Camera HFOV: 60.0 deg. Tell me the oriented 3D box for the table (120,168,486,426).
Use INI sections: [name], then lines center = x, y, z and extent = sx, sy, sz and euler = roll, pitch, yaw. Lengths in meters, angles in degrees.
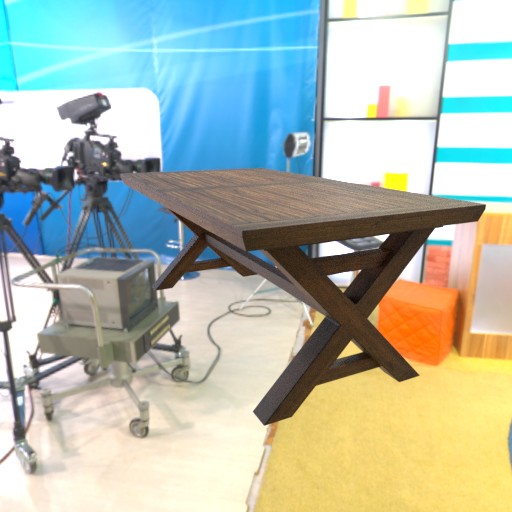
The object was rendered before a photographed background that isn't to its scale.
[table]
center = 0.000, 0.000, 2.491
extent = 1.071, 0.793, 1.966
euler = -8, 18, -25
